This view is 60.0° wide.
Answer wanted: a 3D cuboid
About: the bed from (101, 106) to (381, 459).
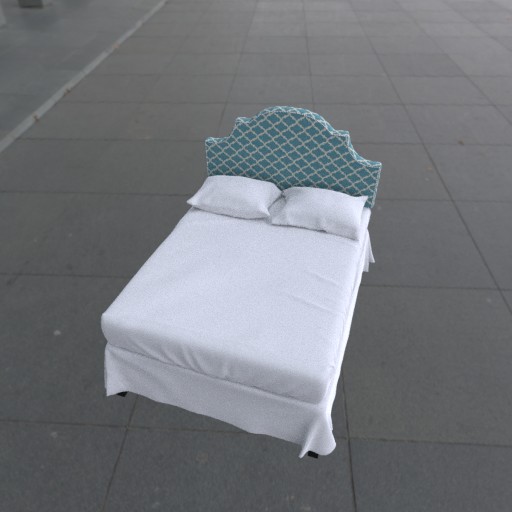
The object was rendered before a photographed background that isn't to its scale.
[{"bbox_3d":[0.000,0.000,3.425,1.780,1.633,2.222,12,41,14],"label":"bed"}]
